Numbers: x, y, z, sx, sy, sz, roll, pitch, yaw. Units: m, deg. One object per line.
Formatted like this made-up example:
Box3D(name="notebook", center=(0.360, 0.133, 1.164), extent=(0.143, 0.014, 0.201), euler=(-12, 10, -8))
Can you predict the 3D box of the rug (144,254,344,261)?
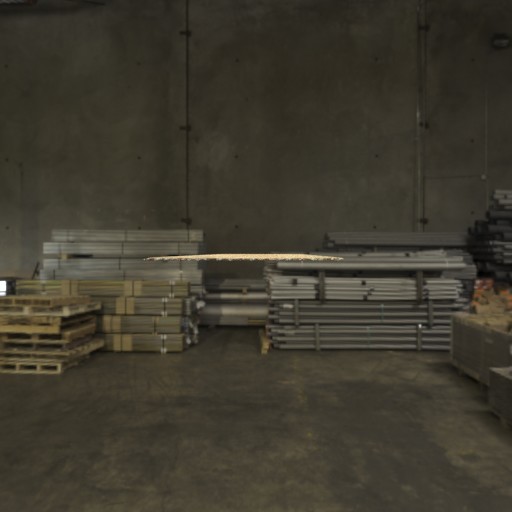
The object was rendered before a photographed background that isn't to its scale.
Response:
Box3D(name="rug", center=(0.000, 0.000, 2.946), extent=(0.762, 0.011, 2.664), euler=(0, 1, 2))
